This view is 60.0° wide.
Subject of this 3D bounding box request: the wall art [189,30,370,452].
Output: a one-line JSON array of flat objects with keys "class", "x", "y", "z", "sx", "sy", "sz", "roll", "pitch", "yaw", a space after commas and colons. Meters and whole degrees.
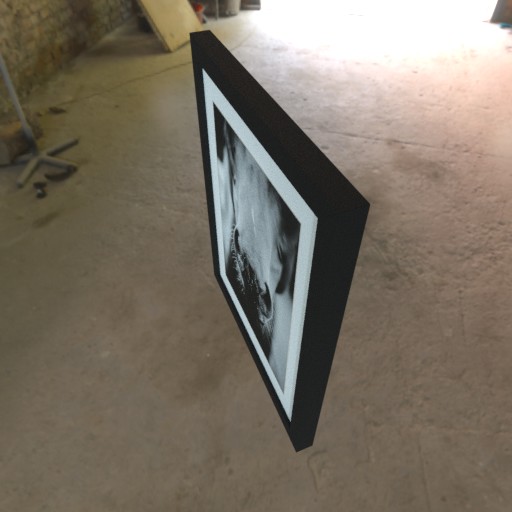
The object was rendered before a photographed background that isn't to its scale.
[{"class": "wall art", "x": 0.000, "y": 0.000, "z": 0.532, "sx": 0.024, "sy": 0.404, "sz": 0.329, "roll": -17, "pitch": 48, "yaw": -15}]
